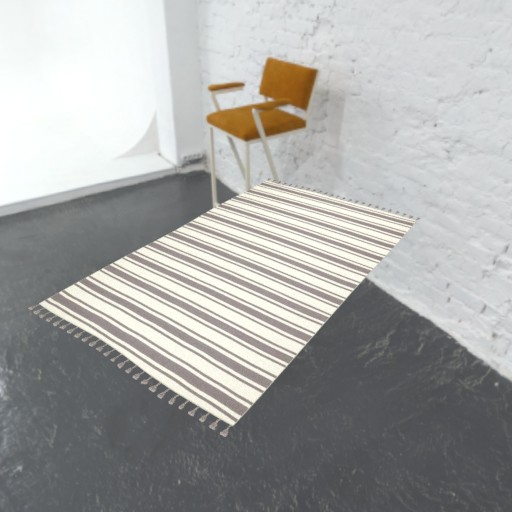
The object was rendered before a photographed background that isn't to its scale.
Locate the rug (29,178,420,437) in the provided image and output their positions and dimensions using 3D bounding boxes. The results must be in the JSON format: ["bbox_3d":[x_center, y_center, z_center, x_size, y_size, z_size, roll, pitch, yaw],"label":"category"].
[{"bbox_3d":[0.000,0.000,2.561,1.229,0.011,2.096,21,37,30],"label":"rug"}]
